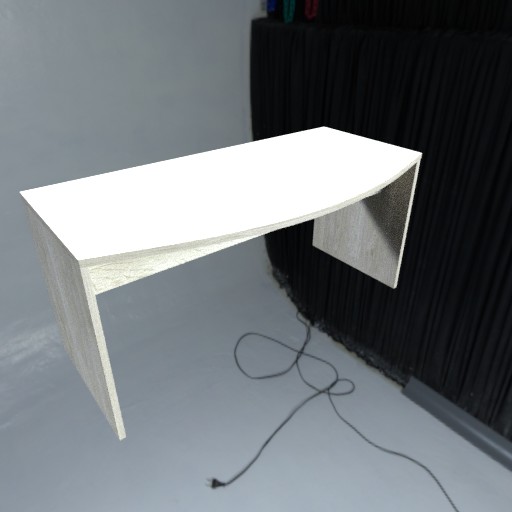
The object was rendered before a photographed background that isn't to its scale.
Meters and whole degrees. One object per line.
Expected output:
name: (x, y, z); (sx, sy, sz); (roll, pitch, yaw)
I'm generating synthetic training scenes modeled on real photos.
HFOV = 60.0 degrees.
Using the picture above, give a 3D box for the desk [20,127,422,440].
desk: (0.000, 0.000, 1.985); (1.600, 0.752, 0.802); (-21, 36, -32)
